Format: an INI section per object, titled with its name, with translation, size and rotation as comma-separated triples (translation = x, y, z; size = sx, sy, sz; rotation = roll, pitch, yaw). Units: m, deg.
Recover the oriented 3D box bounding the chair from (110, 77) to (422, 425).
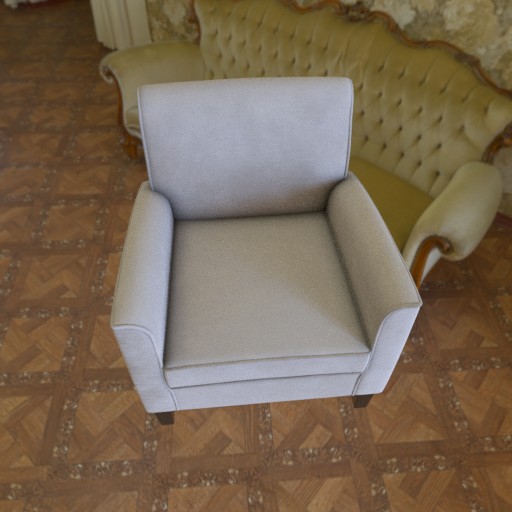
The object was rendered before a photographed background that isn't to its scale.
[chair]
translation = 0.000, 0.000, 1.541
size = 0.820, 0.915, 0.821
rotation = -4, 46, -4
